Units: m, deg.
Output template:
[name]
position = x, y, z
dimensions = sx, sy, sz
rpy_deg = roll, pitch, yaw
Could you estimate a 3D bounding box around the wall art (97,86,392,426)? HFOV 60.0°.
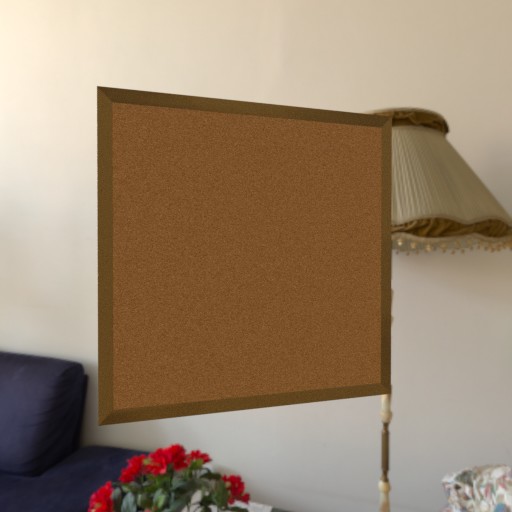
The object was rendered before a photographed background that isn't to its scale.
[wall art]
position = 0.000, 0.000, 0.755
dimensions = 0.507, 0.508, 0.038
rpy_deg = 0, 1, -17
